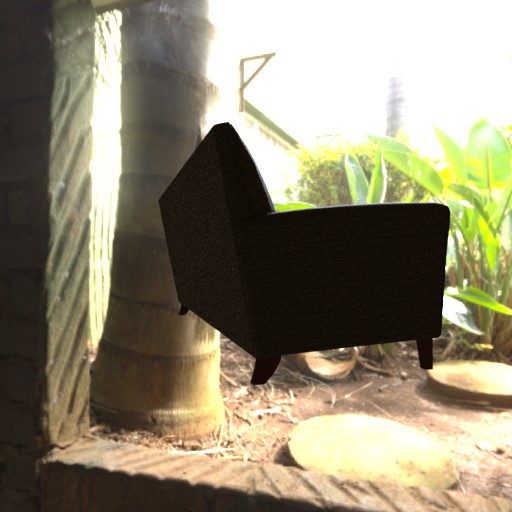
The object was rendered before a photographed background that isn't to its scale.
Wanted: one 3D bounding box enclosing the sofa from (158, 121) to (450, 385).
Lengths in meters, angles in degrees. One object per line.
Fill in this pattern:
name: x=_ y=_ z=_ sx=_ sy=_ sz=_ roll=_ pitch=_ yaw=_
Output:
sofa: x=0.000 y=0.000 z=2.407 sx=0.875 sy=0.846 sz=1.976 roll=0 pitch=0 yaw=-17
